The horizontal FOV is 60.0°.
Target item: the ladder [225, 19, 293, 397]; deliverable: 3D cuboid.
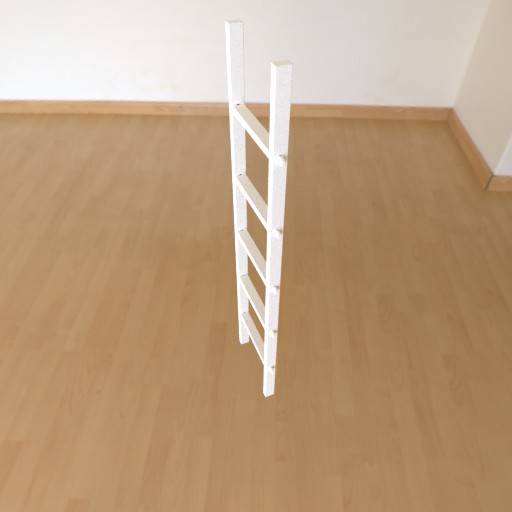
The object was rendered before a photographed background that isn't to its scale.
[{"bbox_3d":[0.000,0.000,1.944,0.051,1.797,0.452,-16,47,-16],"label":"ladder"}]
